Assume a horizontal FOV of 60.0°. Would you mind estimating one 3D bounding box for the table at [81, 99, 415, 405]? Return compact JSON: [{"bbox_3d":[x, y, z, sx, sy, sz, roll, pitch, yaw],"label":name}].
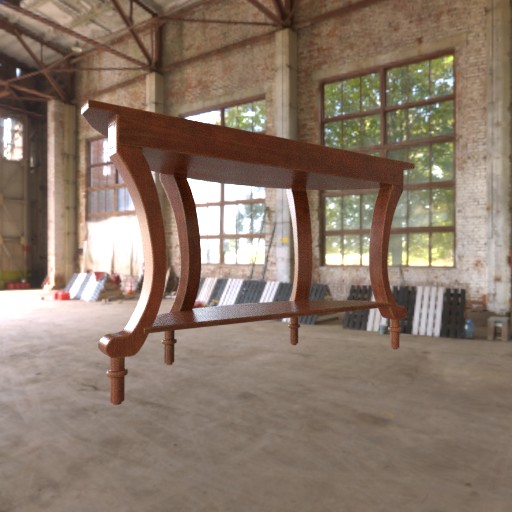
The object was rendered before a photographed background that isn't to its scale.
[{"bbox_3d":[0.000,0.000,1.492,1.198,0.699,0.394,0,0,-36],"label":"table"}]
